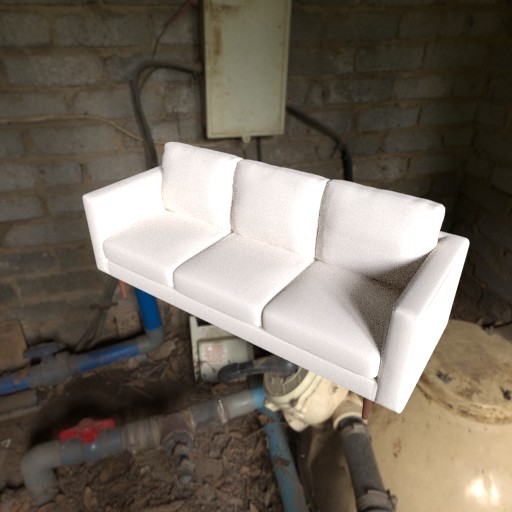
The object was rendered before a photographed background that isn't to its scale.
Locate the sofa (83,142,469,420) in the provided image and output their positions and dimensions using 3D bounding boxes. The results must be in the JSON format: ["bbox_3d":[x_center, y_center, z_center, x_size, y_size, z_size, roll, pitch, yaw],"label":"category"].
[{"bbox_3d":[0.000,0.000,2.520,2.029,0.912,0.802,20,36,30],"label":"sofa"}]
